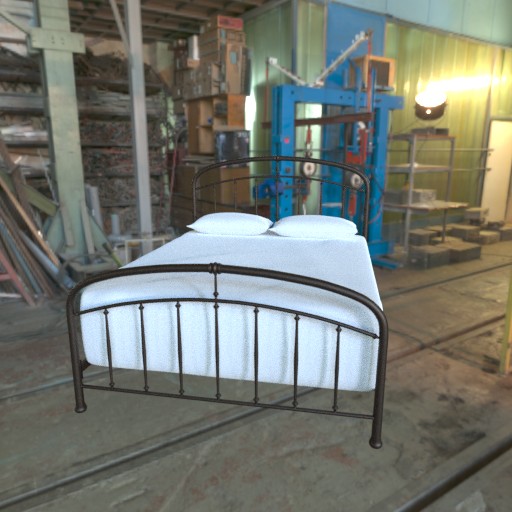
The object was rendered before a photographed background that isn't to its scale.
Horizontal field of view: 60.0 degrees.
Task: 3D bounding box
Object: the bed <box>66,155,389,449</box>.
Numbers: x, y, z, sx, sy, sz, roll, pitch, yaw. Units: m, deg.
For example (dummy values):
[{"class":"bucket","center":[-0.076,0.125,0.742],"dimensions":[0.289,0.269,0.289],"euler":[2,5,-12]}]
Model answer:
[{"class":"bed","center":[0.000,0.000,3.245],"dimensions":[1.711,1.425,2.180],"euler":[3,14,11]}]
